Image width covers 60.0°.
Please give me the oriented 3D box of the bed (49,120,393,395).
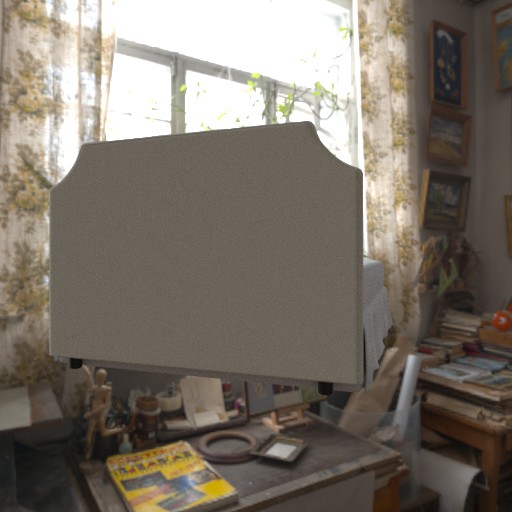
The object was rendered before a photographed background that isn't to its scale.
[{"bbox_3d":[0.000,0.000,4.122,2.350,1.590,2.773,0,0,19],"label":"bed"}]
